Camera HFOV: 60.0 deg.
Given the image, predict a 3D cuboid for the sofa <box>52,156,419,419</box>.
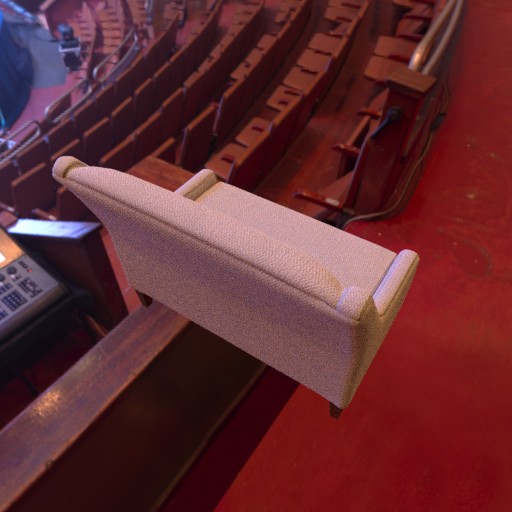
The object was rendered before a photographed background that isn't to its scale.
[{"bbox_3d":[0.000,0.000,1.957,1.242,1.022,0.870,25,51,22],"label":"sofa"}]
